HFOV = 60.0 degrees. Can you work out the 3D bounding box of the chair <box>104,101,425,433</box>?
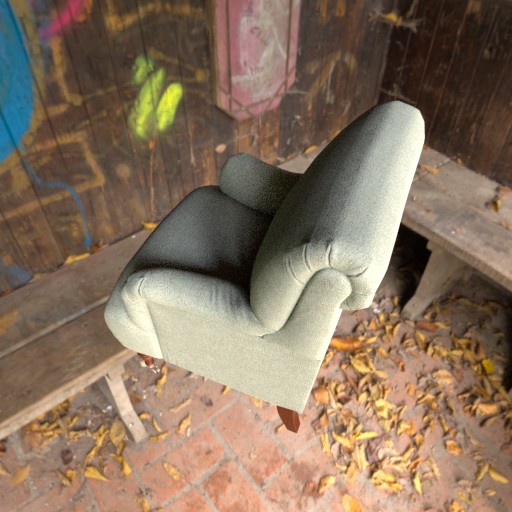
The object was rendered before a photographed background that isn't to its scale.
[{"bbox_3d":[0.000,0.000,1.906,1.060,1.178,0.964,17,47,16],"label":"chair"}]
